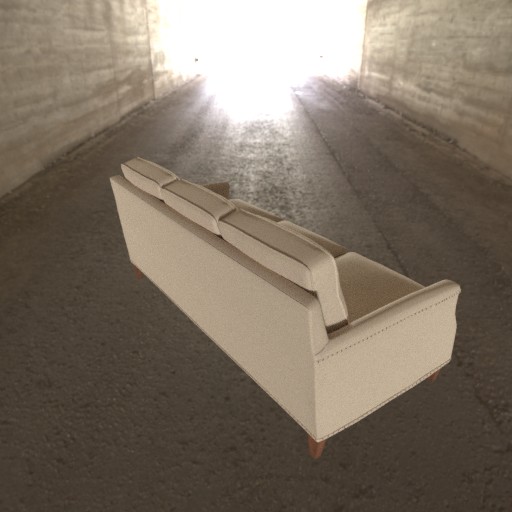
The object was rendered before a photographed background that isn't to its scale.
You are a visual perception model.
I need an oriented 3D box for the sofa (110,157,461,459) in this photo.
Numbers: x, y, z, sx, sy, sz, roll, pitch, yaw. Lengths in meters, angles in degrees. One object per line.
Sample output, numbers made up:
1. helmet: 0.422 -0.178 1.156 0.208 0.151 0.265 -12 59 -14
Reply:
1. sofa: 0.000 0.000 2.830 1.084 1.003 2.246 -17 31 -32
